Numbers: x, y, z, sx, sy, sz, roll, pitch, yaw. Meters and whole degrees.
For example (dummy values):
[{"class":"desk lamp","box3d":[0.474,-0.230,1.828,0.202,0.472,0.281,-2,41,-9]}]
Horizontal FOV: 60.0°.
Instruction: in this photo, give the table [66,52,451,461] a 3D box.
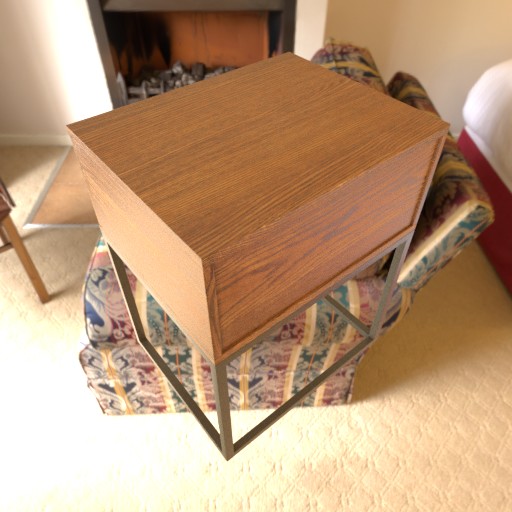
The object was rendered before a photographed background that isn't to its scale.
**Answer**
[{"class":"table","box3d":[0.000,0.000,0.930,0.482,0.610,0.400,-30,53,-26]}]
